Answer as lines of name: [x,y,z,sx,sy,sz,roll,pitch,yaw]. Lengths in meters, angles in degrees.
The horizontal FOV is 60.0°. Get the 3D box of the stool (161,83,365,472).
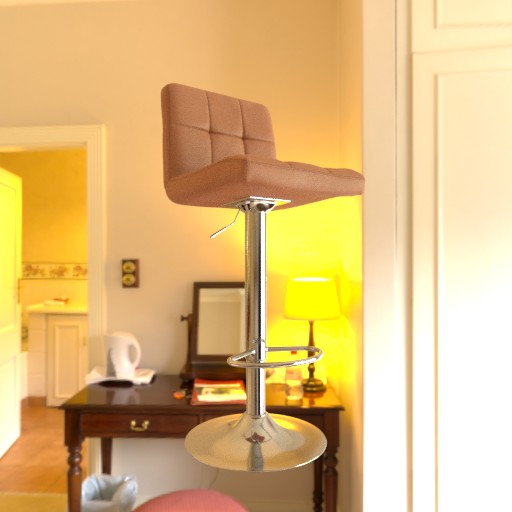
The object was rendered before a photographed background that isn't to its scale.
stool: [0.000,0.000,1.343,0.430,1.115,0.505,0,0,-35]
